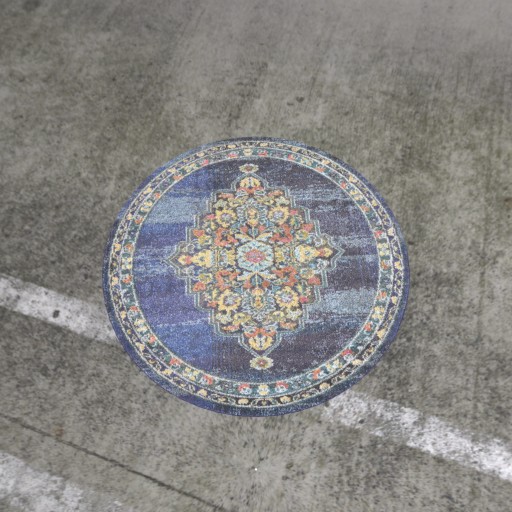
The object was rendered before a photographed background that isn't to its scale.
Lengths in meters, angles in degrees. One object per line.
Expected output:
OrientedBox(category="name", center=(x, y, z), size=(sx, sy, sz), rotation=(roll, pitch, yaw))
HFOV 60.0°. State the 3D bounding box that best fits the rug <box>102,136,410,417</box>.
OrientedBox(category="rug", center=(0.000, 0.000, 2.318), size=(1.591, 0.010, 1.591), rotation=(0, 64, 0))
